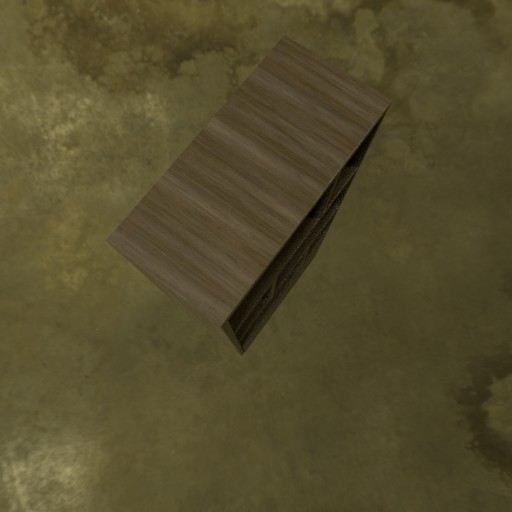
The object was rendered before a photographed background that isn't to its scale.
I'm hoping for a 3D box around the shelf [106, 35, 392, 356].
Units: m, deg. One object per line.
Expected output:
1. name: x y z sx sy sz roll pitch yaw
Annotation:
1. shelf: 0.000 0.000 1.758 0.323 1.545 0.670 36 78 9
